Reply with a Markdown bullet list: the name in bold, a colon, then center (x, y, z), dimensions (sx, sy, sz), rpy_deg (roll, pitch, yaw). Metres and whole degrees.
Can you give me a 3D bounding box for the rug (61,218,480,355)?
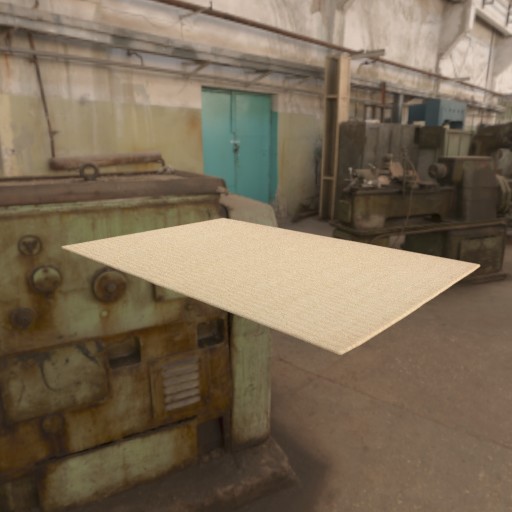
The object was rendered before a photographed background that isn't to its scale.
- **rug**: center (0.000, 0.000, 2.310), dimensions (1.848, 0.014, 1.238), rpy_deg (14, 20, 41)
